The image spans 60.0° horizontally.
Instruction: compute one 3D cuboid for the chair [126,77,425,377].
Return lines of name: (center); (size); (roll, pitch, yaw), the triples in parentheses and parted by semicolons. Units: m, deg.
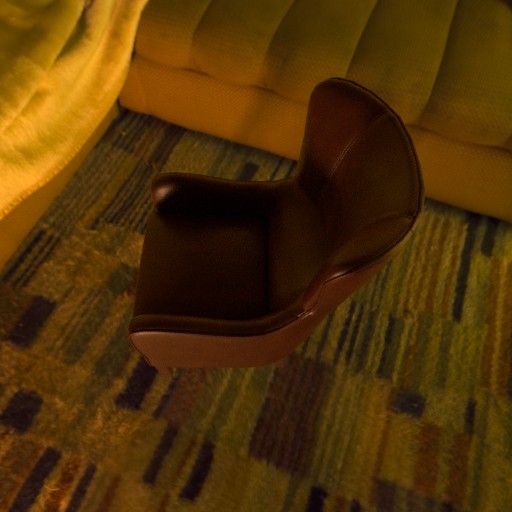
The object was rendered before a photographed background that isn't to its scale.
chair: (0.000, 0.000, 1.641); (0.914, 1.048, 0.692); (0, 59, 0)
